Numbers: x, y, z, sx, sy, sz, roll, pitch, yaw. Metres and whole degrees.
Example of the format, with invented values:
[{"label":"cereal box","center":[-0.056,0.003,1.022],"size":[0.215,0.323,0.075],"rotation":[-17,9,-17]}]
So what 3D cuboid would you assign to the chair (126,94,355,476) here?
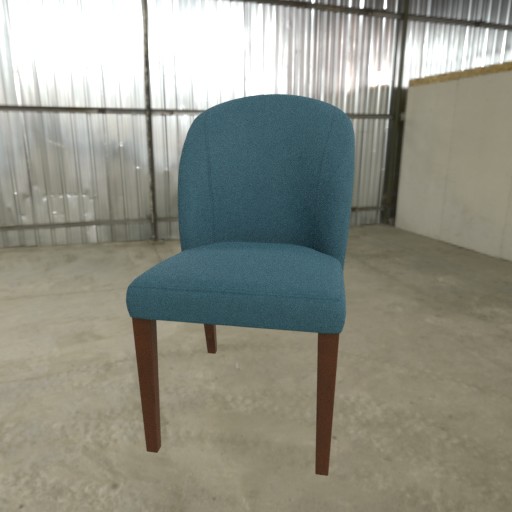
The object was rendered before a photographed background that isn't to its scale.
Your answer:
[{"label":"chair","center":[0.000,0.000,1.213],"size":[0.507,0.879,0.620],"rotation":[3,16,10]}]
